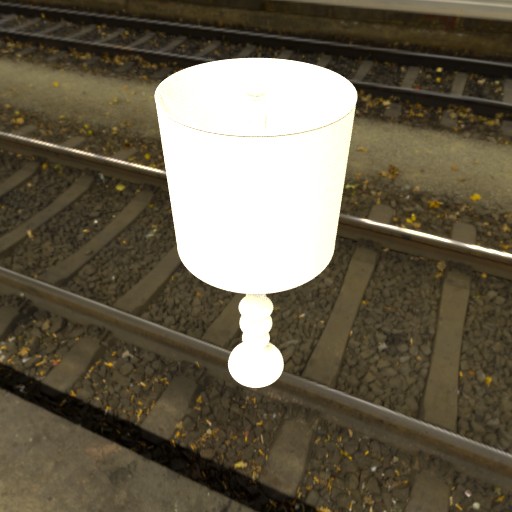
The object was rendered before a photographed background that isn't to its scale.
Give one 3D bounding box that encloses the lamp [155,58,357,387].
[{"bbox_3d":[0.000,0.000,0.737,0.250,0.597,0.250,2,41,2],"label":"lamp"}]
